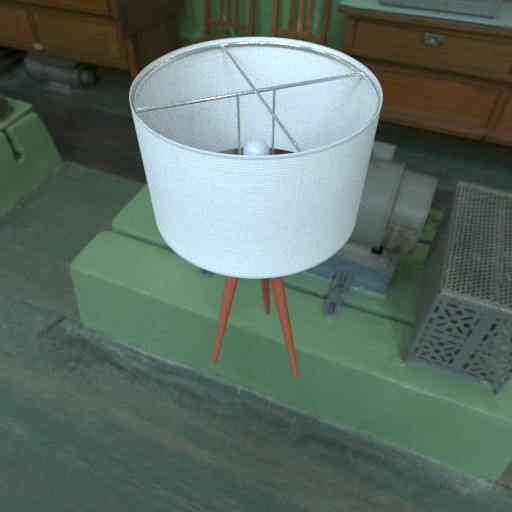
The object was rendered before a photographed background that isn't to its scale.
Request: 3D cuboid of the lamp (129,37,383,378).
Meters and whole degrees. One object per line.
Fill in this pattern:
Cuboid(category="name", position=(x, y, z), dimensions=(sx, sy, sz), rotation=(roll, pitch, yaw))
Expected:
Cuboid(category="lamp", position=(0.000, 0.000, 0.888), dimensions=(0.355, 0.709, 0.354), rotation=(16, 49, 14))
